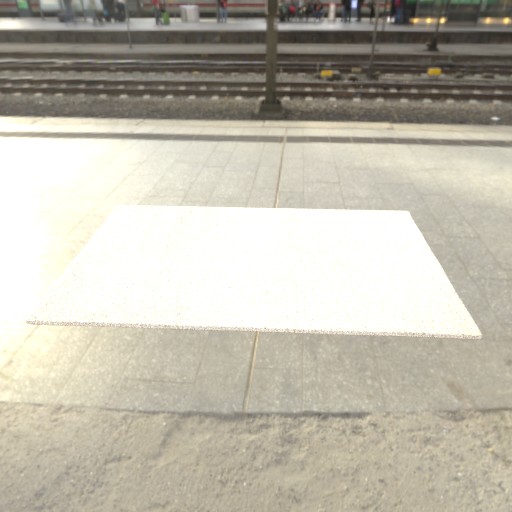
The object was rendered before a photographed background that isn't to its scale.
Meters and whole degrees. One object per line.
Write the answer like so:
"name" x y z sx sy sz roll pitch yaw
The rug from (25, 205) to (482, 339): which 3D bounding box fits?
"rug" 0.000 0.000 3.407 2.743 0.030 1.778 1 30 3
